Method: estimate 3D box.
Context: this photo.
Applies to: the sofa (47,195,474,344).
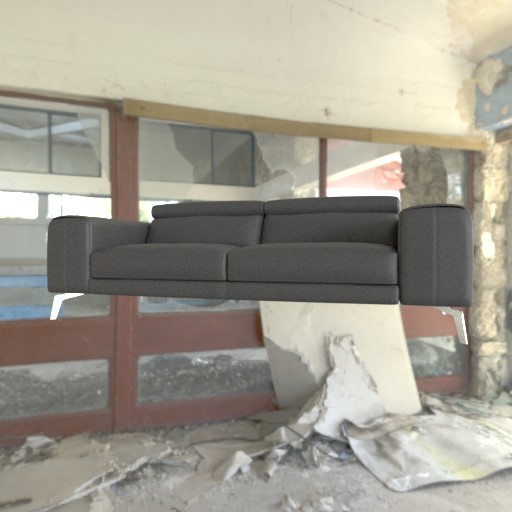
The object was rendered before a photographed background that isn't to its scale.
[{"bbox_3d":[0.000,0.000,2.753,2.321,0.759,1.023,0,1,18],"label":"sofa"}]
